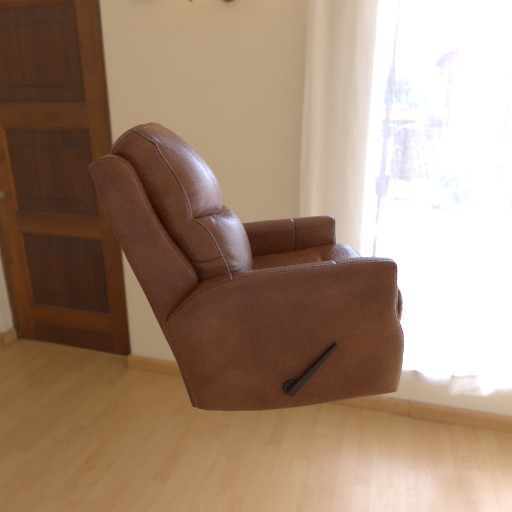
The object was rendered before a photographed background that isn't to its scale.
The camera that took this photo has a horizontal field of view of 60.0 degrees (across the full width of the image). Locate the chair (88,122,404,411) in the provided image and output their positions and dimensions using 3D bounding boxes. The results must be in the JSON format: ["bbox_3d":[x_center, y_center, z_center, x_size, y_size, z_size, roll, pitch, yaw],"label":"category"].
[{"bbox_3d":[0.000,0.000,1.765,1.072,1.016,0.821,-3,18,-8],"label":"chair"}]
